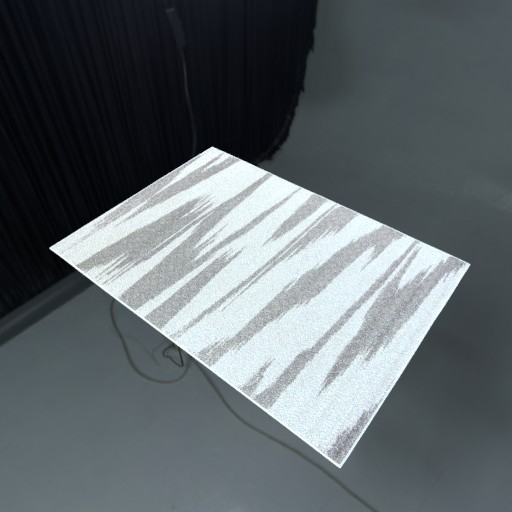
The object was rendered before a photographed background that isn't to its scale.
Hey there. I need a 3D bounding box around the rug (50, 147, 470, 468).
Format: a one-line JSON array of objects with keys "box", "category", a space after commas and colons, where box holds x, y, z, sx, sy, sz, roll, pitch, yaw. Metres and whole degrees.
[{"box": [0.000, 0.000, 2.763, 2.142, 0.010, 1.533, 30, 52, 26], "category": "rug"}]
